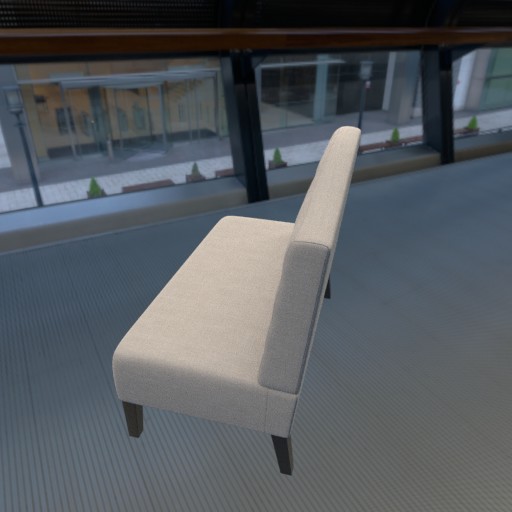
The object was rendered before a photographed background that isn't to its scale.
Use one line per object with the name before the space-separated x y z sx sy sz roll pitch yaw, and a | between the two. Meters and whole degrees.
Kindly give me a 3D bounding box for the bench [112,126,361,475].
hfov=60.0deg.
bench | 0.000 0.000 2.064 0.815 1.180 1.335 8 30 13
